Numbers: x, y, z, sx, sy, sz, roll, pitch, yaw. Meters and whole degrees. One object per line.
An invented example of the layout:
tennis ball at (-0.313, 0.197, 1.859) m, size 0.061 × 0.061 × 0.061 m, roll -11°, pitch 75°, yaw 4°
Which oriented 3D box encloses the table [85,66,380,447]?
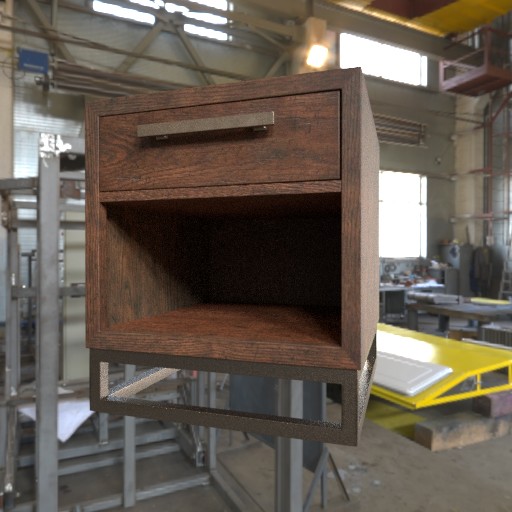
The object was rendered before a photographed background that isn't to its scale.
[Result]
table at (0.000, 0.000, 0.995) m, size 0.506 × 0.582 × 0.566 m, roll 0°, pitch 1°, yaw 18°
